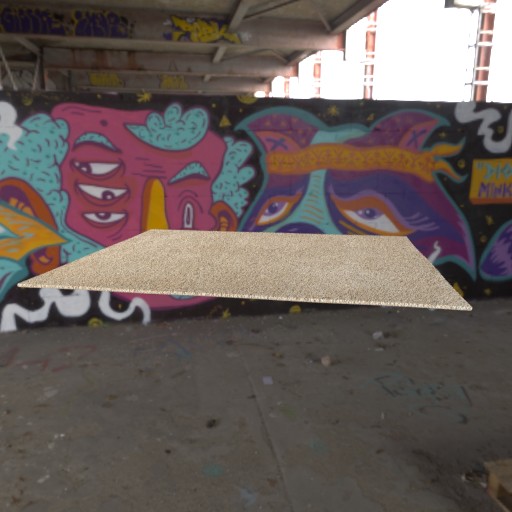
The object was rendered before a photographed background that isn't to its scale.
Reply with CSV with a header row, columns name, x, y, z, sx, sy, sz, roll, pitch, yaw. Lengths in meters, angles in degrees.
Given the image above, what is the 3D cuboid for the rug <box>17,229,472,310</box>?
name,x,y,z,sx,sy,sz,roll,pitch,yaw
rug,0.000,0.000,4.026,3.000,0.025,2.400,2,13,9
